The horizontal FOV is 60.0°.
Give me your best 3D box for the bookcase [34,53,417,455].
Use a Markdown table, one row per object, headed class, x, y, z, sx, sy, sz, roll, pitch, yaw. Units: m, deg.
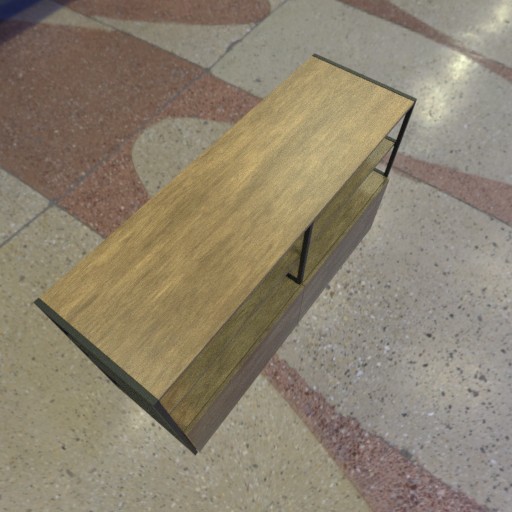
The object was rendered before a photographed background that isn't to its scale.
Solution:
| class | x | y | z | sx | sy | sz | roll | pitch | yaw |
| --- | --- | --- | --- | --- | --- | --- | --- | --- | --- |
| bookcase | 0.000 | 0.000 | 1.478 | 0.391 | 0.712 | 1.149 | 33 | 64 | 18 |
